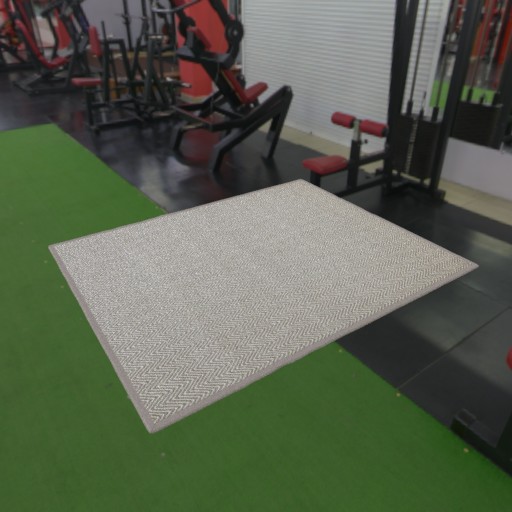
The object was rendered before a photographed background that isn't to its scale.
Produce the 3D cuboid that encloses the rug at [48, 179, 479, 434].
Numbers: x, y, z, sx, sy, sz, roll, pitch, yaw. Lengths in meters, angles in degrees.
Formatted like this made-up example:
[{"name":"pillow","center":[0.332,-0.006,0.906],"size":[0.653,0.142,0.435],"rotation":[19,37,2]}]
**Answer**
[{"name":"rug","center":[0.000,0.000,3.956],"size":[3.007,0.032,2.434],"rotation":[-19,36,-29]}]
